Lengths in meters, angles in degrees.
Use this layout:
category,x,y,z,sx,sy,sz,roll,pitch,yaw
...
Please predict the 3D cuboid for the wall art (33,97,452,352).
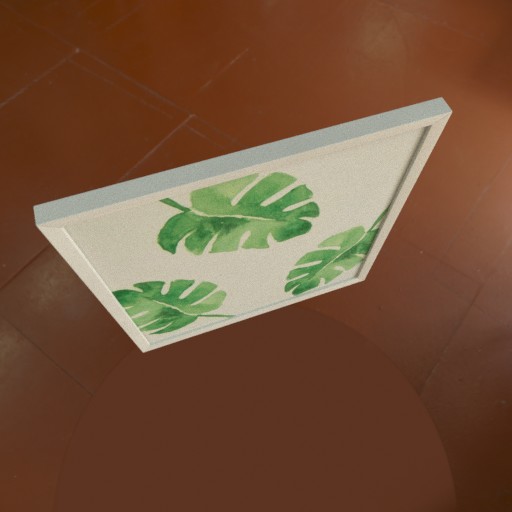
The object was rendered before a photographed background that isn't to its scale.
category,x,y,z,sx,sy,sz,roll,pitch,yaw
wall art,0.000,0.000,1.114,0.762,0.762,0.040,-17,64,-9
